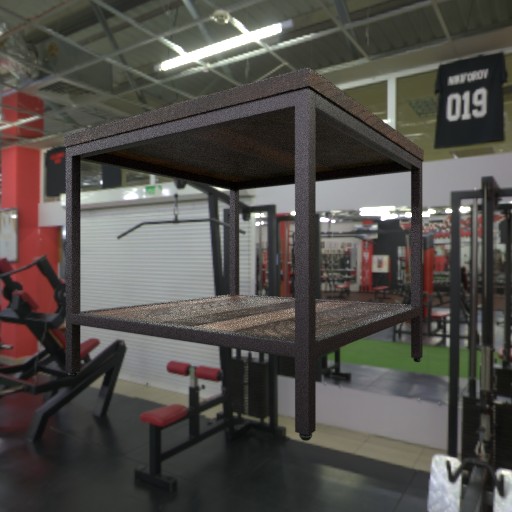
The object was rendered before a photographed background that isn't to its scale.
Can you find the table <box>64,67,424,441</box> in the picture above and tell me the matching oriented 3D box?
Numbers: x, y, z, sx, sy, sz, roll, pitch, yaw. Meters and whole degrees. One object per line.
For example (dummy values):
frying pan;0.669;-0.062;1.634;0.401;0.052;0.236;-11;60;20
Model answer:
table;0.000;0.000;0.948;0.553;0.482;0.548;0;0;35
